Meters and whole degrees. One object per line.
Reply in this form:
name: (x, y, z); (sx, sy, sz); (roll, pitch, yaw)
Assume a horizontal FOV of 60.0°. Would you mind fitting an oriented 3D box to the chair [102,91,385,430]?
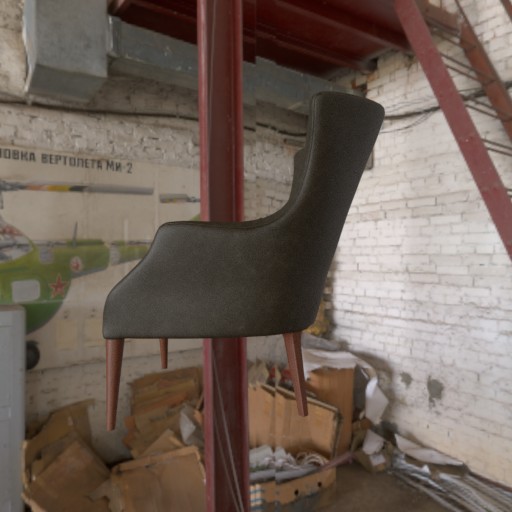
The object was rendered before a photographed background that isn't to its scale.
chair: (0.000, 0.000, 1.725); (0.954, 1.068, 0.819); (0, 0, 1)
